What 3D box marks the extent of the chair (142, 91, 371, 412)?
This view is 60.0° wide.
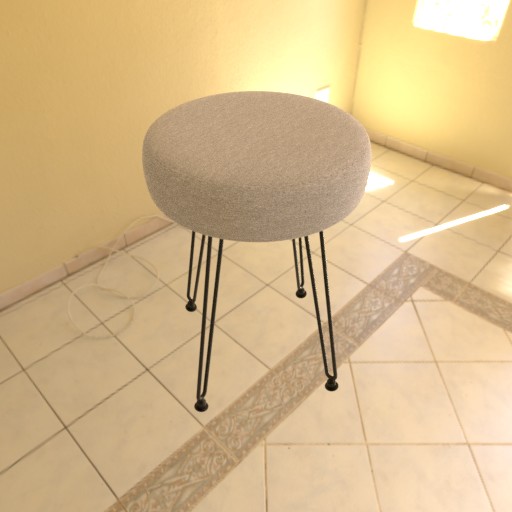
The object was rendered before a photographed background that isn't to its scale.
[{"bbox_3d":[0.000,0.000,0.709,0.350,0.440,0.350,24,46,26],"label":"chair"}]
